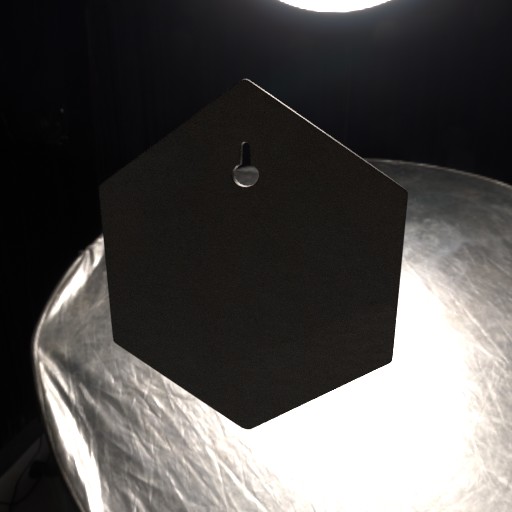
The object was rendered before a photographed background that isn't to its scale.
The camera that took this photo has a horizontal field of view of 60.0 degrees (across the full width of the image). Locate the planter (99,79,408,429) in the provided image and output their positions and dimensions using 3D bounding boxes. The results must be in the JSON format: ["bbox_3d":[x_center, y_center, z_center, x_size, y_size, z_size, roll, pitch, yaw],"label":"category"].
[{"bbox_3d":[0.000,0.000,0.287,0.169,0.206,0.077,2,16,8],"label":"planter"}]
